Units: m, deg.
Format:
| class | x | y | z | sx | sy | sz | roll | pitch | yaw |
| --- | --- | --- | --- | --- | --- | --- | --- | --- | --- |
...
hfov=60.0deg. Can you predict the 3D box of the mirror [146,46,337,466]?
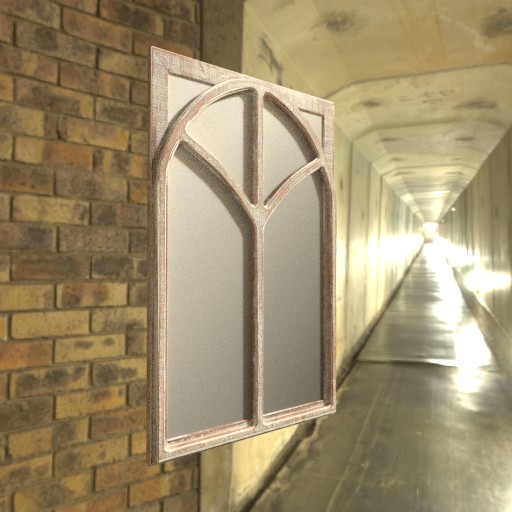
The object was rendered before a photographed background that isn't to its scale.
| class | x | y | z | sx | sy | sz | roll | pitch | yaw |
| --- | --- | --- | --- | --- | --- | --- | --- | --- | --- |
| mirror | 0.000 | 0.000 | 0.976 | 0.495 | 0.787 | 0.058 | 1 | -1 | -37 |
